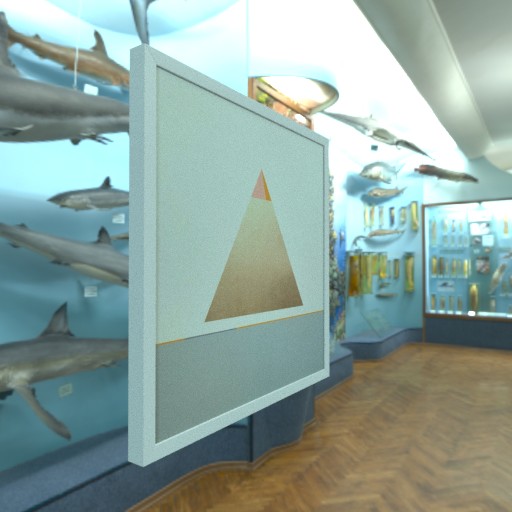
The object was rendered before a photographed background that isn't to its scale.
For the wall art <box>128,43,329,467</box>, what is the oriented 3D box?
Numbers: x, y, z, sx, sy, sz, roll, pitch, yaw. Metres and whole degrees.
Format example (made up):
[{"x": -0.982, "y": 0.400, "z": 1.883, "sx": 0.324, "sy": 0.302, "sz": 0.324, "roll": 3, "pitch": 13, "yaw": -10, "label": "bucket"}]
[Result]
[{"x": 0.000, "y": 0.000, "z": 1.125, "sx": 0.041, "sy": 0.765, "sz": 0.768, "roll": -1, "pitch": -1, "yaw": 35, "label": "wall art"}]
